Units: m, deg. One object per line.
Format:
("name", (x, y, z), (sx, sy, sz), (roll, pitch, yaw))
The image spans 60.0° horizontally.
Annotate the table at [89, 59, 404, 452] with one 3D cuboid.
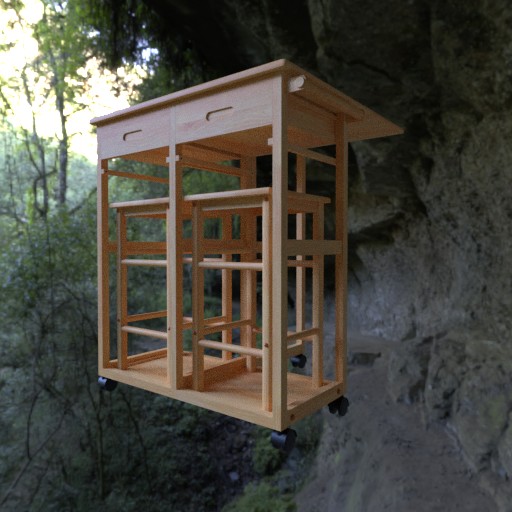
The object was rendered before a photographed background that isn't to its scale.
("table", (0.000, 0.000, 1.395), (0.752, 0.832, 0.693), (1, 2, 38))
